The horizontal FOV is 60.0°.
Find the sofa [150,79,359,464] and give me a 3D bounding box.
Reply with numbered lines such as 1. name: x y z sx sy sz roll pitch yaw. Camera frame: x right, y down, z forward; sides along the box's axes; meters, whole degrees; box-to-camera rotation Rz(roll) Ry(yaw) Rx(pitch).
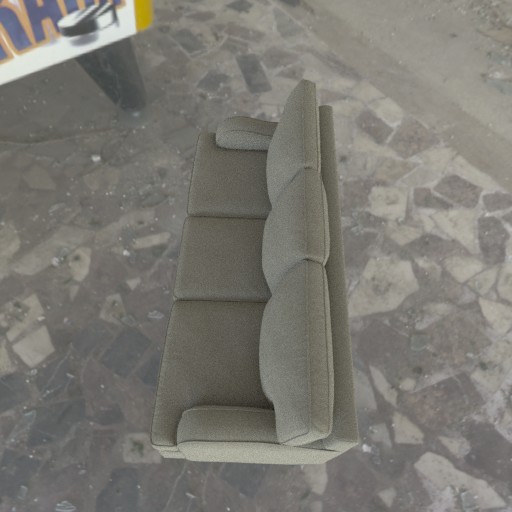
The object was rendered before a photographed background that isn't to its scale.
1. sofa: 0.000 0.000 2.814 1.016 0.997 2.323 2 57 1
